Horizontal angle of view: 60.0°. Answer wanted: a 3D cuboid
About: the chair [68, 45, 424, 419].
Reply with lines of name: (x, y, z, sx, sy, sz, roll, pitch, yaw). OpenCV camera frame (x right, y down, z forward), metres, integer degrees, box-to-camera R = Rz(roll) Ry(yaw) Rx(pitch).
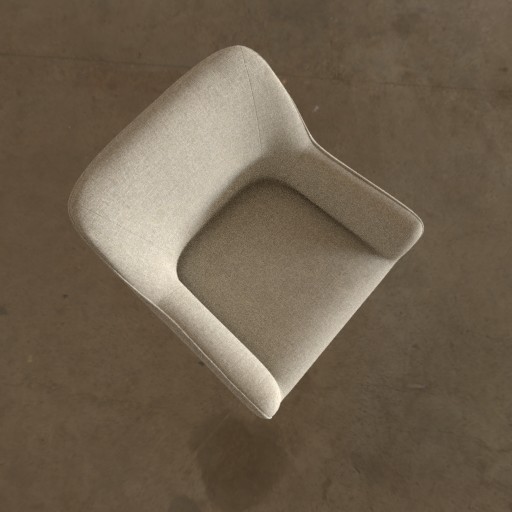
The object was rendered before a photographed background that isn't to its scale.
chair: (0.000, 0.000, 1.230, 0.610, 0.813, 0.610, 40, 78, 10)
